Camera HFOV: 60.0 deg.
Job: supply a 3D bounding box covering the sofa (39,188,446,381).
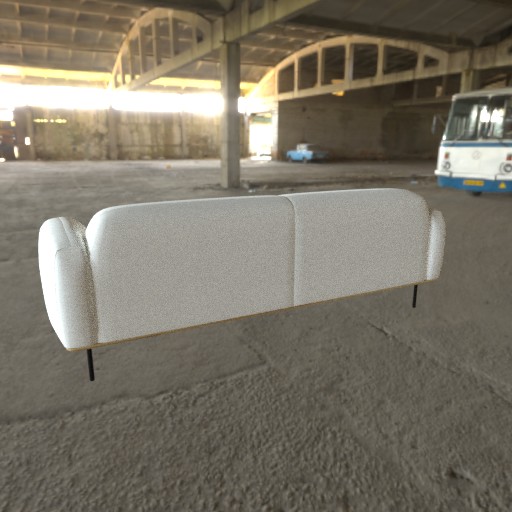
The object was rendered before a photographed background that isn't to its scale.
[{"bbox_3d":[0.000,0.000,2.603,2.280,0.780,0.870,-7,16,-26],"label":"sofa"}]
